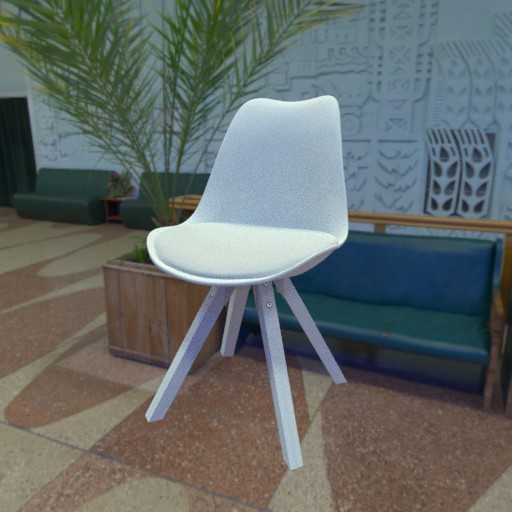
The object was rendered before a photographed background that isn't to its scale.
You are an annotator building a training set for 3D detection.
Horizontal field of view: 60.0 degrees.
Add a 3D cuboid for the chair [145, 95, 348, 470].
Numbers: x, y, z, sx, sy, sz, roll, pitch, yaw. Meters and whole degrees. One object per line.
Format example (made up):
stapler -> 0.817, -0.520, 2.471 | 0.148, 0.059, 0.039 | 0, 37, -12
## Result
chair -> 0.000, 0.000, 1.200 | 0.485, 0.850, 0.550 | 7, 17, 25
